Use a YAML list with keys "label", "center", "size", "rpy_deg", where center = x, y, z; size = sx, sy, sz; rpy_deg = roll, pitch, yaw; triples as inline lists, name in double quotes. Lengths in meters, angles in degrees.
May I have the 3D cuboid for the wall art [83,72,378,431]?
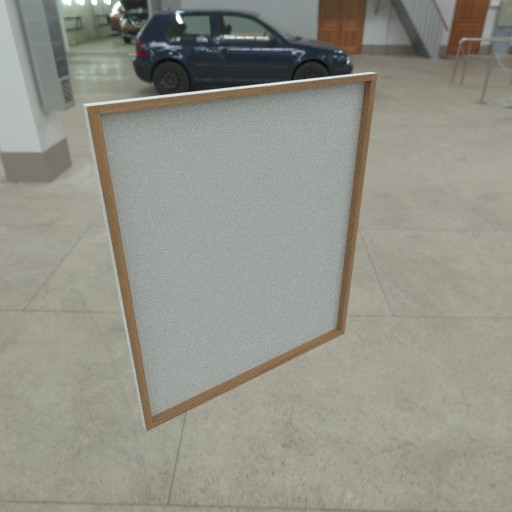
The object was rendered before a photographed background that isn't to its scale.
- label: "wall art"
  center: [0.000, 0.000, 0.978]
  size: [0.609, 0.710, 0.021]
  rpy_deg: [-19, 35, -29]
